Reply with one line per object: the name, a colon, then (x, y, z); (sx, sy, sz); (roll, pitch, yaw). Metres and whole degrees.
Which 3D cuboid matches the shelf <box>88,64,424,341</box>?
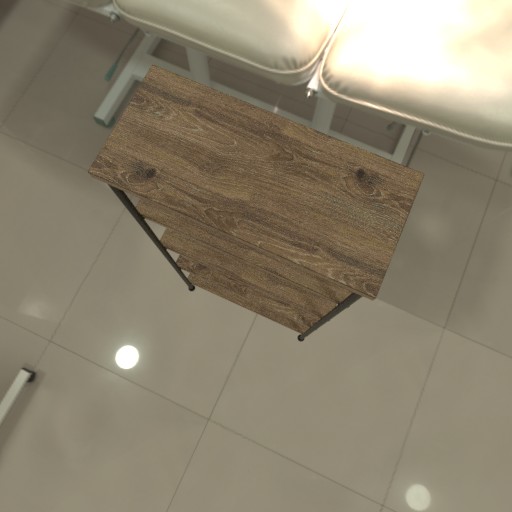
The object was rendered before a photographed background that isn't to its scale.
shelf: (0.000, 0.000, 1.974); (0.800, 1.700, 0.360); (24, 77, 6)
